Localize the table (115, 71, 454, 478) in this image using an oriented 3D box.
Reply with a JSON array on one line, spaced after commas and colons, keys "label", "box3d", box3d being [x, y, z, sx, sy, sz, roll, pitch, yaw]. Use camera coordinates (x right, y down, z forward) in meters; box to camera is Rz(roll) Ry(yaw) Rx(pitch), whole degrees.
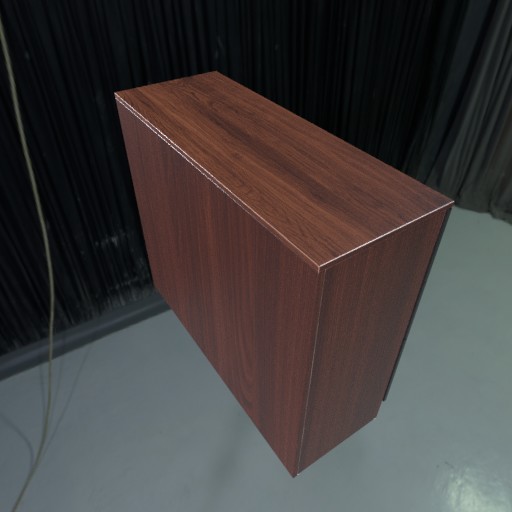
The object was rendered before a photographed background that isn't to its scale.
[{"label": "table", "box3d": [0.000, 0.000, 1.349, 0.380, 0.790, 0.930, -24, 46, -25]}]
